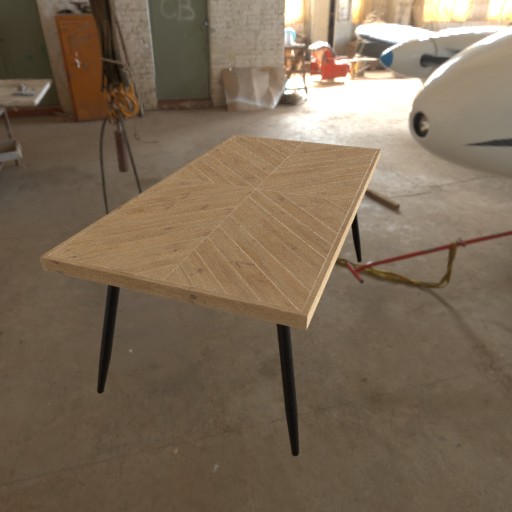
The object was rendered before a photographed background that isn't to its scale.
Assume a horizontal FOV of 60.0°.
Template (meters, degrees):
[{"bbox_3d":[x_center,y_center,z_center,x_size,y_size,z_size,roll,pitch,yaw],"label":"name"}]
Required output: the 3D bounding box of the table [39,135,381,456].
[{"bbox_3d":[0.000,0.000,2.365,0.991,0.762,1.803,10,31,18],"label":"table"}]
